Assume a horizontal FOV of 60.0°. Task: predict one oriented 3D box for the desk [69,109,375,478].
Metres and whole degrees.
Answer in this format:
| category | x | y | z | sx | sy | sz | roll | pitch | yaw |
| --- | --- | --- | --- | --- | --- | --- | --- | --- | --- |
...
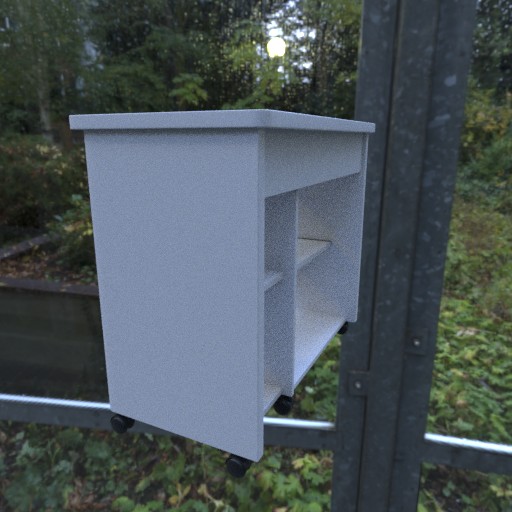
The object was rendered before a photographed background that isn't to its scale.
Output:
| category | x | y | z | sx | sy | sz | roll | pitch | yaw |
| --- | --- | --- | --- | --- | --- | --- | --- | --- | --- |
| desk | 0.000 | 0.000 | 1.305 | 0.475 | 0.763 | 0.877 | 7 | 17 | 25 |
